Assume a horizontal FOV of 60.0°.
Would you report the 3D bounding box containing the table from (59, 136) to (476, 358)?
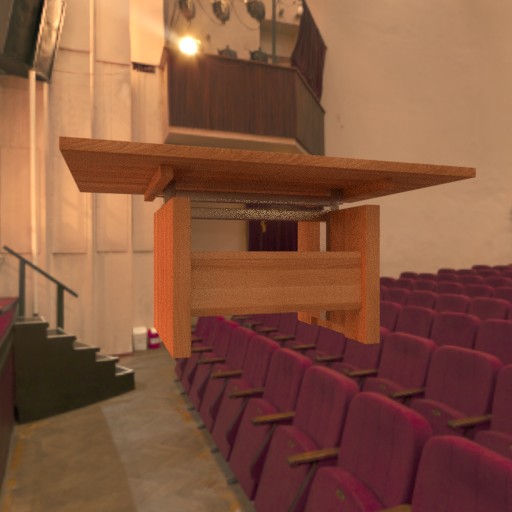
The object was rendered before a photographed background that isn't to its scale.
[{"bbox_3d":[0.000,0.000,1.434,1.100,0.510,0.700,0,0,-18],"label":"table"}]
